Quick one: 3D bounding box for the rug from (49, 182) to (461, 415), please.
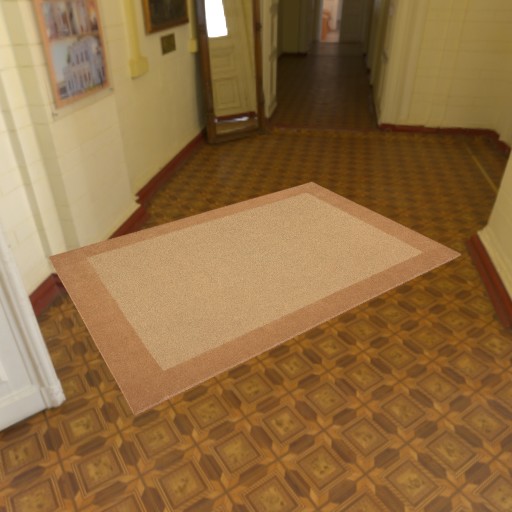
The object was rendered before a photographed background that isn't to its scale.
[{"bbox_3d":[0.000,0.000,2.358,1.829,0.014,1.219,-20,37,-29],"label":"rug"}]
